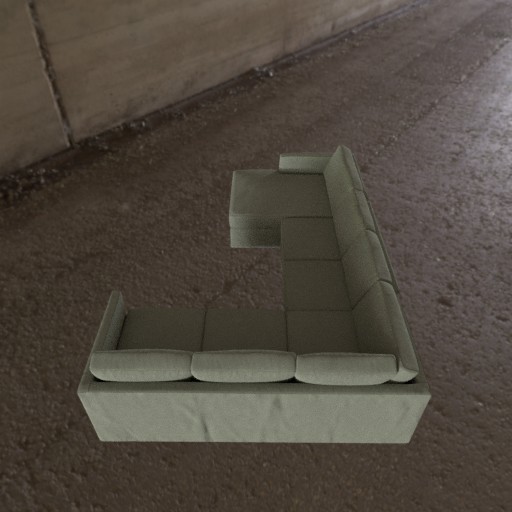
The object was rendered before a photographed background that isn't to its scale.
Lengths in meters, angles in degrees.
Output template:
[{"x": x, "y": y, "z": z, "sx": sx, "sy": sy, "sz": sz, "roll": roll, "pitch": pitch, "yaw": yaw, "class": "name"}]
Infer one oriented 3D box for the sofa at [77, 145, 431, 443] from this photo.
[{"x": 0.000, "y": 0.000, "z": 4.453, "sx": 2.440, "sy": 0.869, "sz": 3.434, "roll": 0, "pitch": 41, "yaw": 0, "class": "sofa"}]
